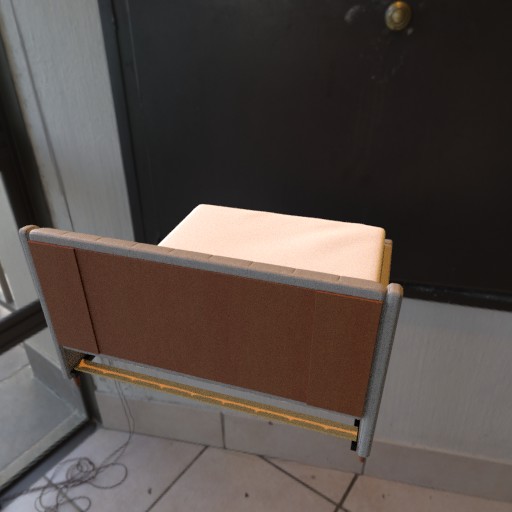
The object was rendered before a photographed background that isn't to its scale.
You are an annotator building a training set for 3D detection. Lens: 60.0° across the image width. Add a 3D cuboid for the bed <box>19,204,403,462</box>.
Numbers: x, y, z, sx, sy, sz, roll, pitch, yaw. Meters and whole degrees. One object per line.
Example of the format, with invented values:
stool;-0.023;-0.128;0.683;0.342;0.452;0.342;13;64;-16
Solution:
bed;0.000;0.000;3.457;2.062;1.289;2.342;9;32;15
